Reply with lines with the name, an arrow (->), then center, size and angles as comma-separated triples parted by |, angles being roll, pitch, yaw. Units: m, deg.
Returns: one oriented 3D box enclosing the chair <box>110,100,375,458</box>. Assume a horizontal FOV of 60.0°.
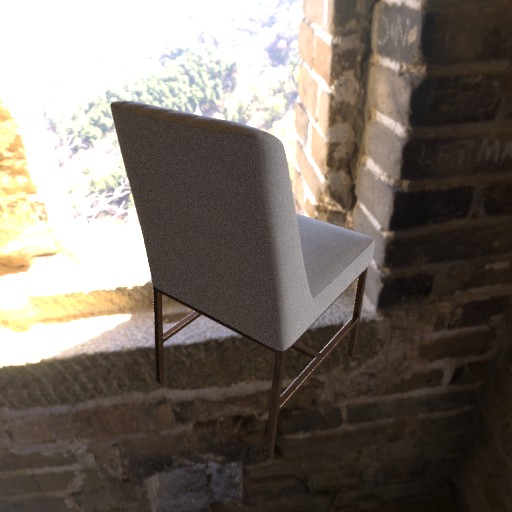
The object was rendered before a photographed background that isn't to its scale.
chair -> 0.000, 0.000, 1.308 | 0.503, 0.933, 0.597 | 22, 37, 31
